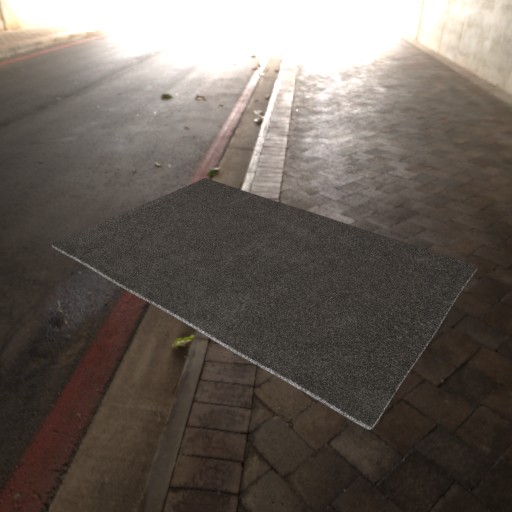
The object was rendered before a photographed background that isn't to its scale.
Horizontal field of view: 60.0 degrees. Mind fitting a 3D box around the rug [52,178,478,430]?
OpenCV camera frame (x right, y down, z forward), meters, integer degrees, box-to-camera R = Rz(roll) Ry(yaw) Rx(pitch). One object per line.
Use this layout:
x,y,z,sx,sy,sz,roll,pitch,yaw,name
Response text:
0.000,0.000,2.880,2.350,0.025,1.502,23,38,32,rug
